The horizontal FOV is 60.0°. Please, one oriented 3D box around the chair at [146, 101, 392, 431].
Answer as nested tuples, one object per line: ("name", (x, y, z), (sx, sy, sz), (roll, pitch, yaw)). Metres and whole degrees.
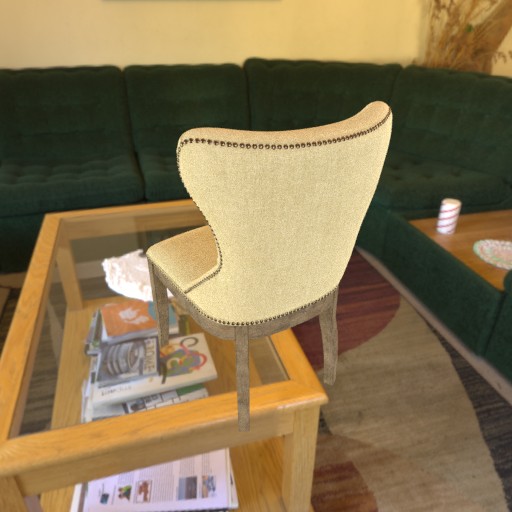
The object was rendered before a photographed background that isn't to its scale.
("chair", (0.000, 0.000, 1.489), (0.654, 1.002, 0.681), (-18, 34, -28))
